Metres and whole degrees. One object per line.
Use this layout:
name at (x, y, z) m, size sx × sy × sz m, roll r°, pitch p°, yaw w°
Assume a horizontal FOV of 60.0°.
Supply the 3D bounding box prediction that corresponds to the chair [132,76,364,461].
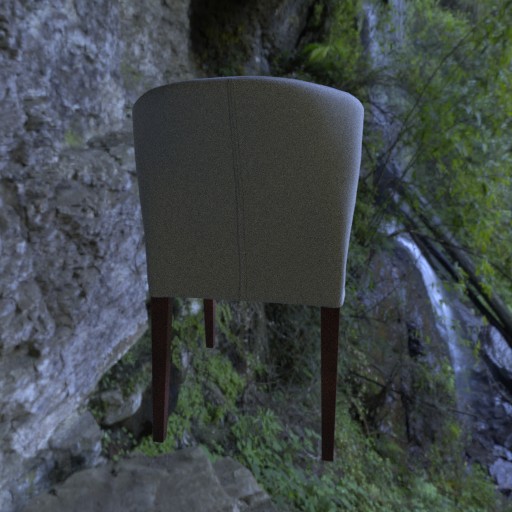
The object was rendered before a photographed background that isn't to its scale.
chair at (0.000, 0.000, 1.181) m, size 0.491 × 0.839 × 0.592 m, roll 3°, pitch 17°, yaw 8°
